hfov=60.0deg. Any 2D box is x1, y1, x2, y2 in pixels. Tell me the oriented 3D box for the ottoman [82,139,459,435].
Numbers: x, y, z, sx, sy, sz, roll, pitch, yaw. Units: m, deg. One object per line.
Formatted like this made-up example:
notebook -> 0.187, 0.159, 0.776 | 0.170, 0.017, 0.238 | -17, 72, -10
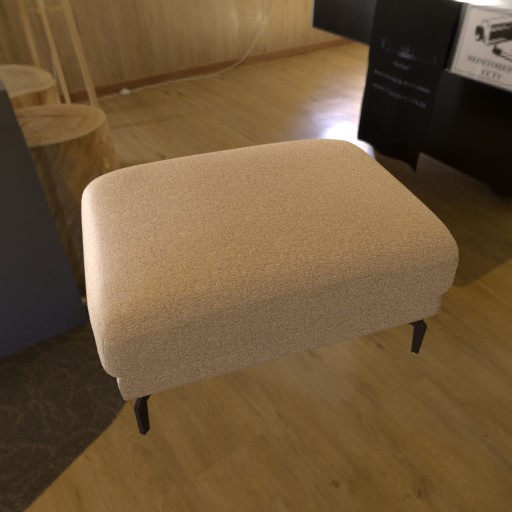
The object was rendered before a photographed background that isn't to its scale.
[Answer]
ottoman -> 0.000, 0.000, 1.101 | 0.772, 0.420, 0.568 | -12, 42, -14
